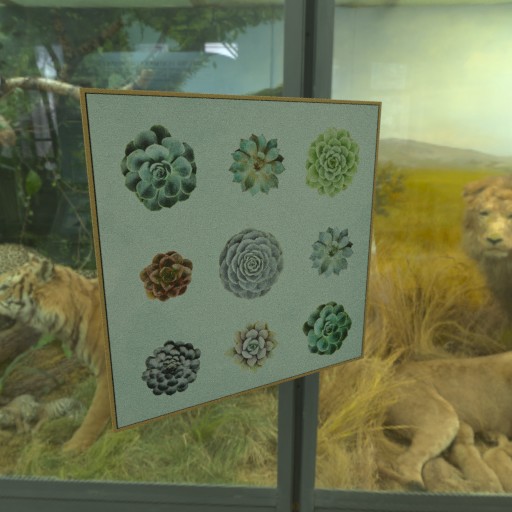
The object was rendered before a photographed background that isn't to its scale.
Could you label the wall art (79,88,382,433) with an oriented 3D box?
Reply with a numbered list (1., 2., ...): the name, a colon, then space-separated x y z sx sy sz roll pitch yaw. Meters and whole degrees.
1. wall art: 0.000 0.000 1.409 0.962 0.959 0.013 -8 17 -27
